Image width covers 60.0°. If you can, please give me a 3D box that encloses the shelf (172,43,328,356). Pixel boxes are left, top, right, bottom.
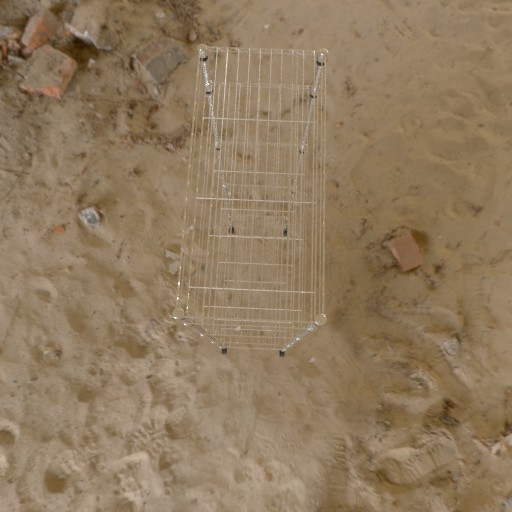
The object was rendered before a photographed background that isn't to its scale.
[{"bbox_3d":[0.000,0.000,1.865,0.356,1.587,0.762,2,75,1],"label":"shelf"}]
